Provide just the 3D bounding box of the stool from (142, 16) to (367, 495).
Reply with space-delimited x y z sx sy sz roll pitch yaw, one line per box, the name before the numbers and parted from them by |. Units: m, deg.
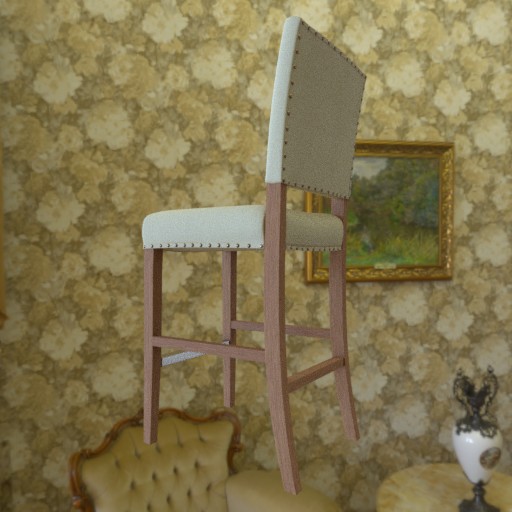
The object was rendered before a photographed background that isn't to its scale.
stool | 0.000 0.000 1.400 0.584 1.168 0.445 0 0 35
